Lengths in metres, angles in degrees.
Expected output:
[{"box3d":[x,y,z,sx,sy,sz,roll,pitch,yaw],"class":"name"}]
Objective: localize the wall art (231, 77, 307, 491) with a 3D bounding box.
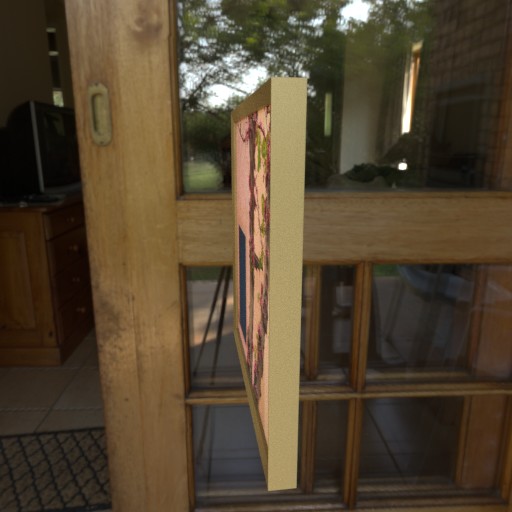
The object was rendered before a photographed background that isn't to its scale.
[{"box3d":[0.000,0.000,0.765,0.038,0.508,0.507,-2,14,-8],"class":"wall art"}]
